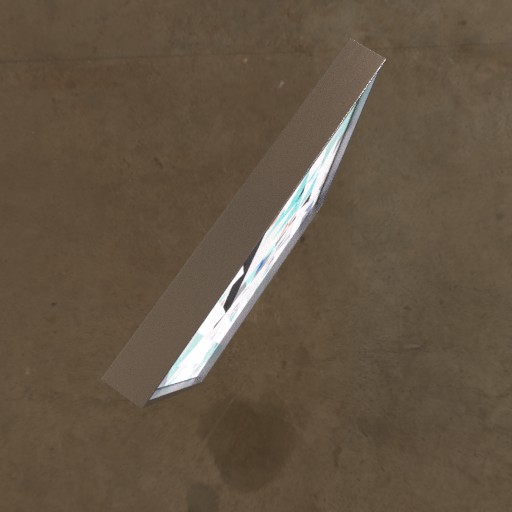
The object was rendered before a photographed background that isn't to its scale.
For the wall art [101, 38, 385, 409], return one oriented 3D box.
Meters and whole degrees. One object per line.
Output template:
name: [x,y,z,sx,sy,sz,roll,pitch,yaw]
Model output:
wall art: [0.000,0.000,0.524,0.038,0.350,0.350,33,79,8]
